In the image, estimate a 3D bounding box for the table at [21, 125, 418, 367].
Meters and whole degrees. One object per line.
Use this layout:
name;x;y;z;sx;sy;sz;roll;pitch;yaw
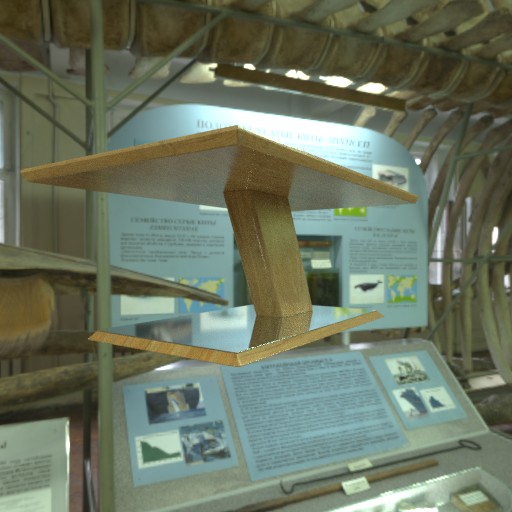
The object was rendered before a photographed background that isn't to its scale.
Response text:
table;0.000;0.000;1.380;0.692;0.441;1.100;0;0;35
